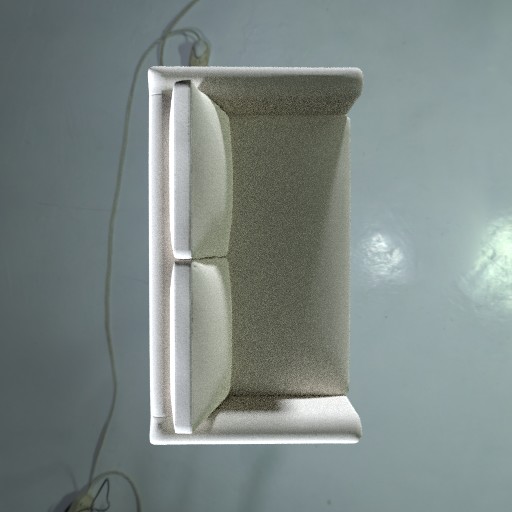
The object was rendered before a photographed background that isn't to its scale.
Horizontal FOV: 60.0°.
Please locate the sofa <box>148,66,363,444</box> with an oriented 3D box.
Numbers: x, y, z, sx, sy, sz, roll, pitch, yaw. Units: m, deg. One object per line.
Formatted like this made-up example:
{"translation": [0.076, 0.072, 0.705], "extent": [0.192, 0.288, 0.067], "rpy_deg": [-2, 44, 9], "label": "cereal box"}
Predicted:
{"translation": [0.000, 0.000, 2.089], "extent": [0.905, 0.873, 1.598], "rpy_deg": [0, 91, -1], "label": "sofa"}
